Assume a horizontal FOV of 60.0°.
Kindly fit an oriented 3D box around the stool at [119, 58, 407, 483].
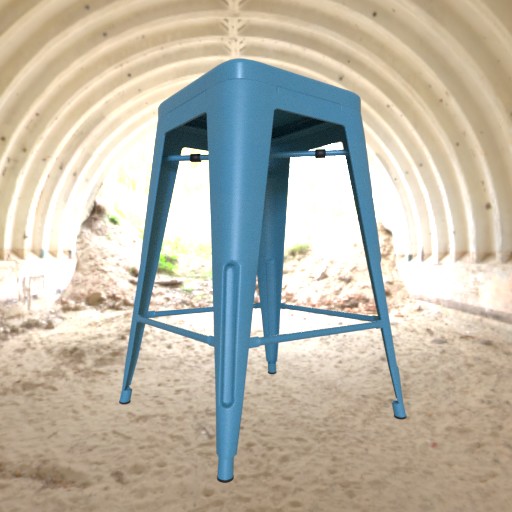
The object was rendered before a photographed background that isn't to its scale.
[{"bbox_3d":[0.000,0.000,0.872,0.410,0.608,0.410,0,0,-36],"label":"stool"}]
